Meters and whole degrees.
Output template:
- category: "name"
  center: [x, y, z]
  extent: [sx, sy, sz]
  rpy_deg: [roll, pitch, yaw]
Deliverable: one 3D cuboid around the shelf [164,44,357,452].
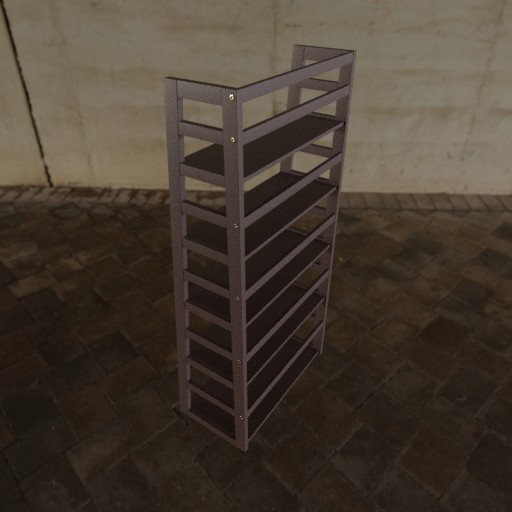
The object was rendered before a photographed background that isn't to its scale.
- category: "shelf"
  center: [0.000, 0.000, 1.951]
  extent: [0.403, 1.600, 0.763]
  rpy_deg: [21, 39, 28]
